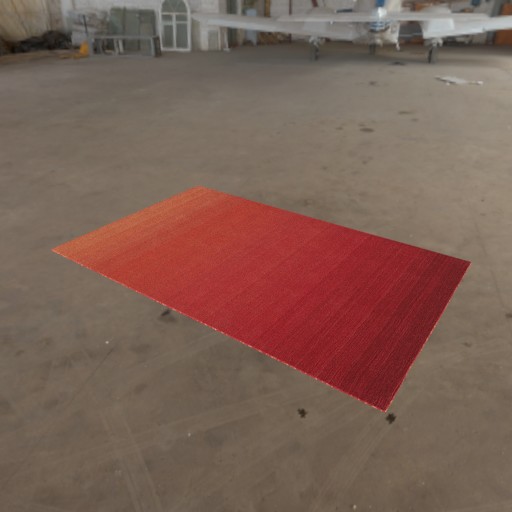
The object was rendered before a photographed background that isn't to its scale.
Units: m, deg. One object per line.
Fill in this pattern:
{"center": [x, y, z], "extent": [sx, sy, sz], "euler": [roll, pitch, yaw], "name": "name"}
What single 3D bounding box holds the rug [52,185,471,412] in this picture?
{"center": [0.000, 0.000, 3.030], "extent": [2.442, 0.010, 1.531], "euler": [20, 35, 30], "name": "rug"}
